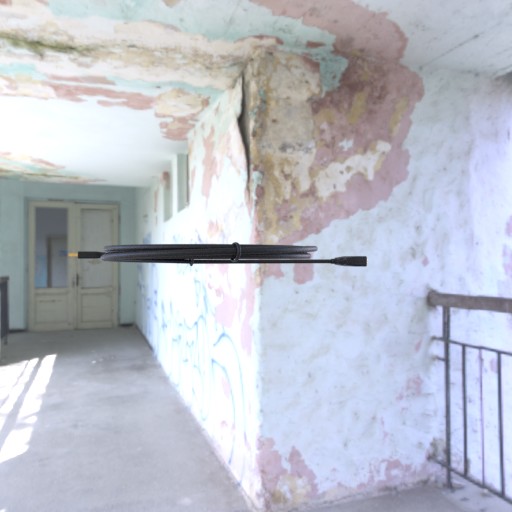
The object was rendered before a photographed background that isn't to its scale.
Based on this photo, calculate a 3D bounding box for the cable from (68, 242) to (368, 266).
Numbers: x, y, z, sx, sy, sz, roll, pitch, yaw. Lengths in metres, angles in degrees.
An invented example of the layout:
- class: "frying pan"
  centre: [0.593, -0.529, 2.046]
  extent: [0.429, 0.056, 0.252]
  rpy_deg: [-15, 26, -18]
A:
- class: "cable"
  centre: [0.000, 0.000, 0.521]
  extent: [0.422, 0.030, 0.257]
  rpy_deg: [0, 0, -19]
